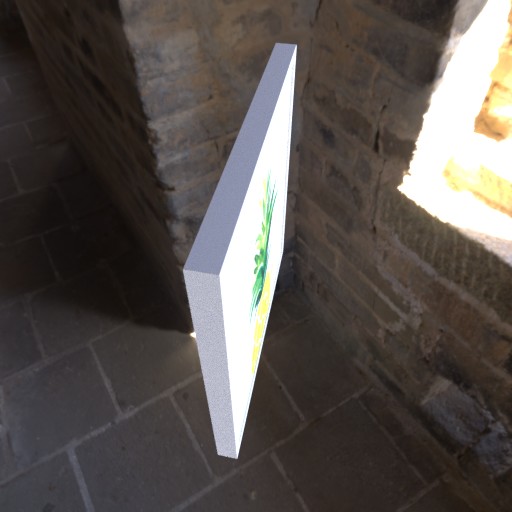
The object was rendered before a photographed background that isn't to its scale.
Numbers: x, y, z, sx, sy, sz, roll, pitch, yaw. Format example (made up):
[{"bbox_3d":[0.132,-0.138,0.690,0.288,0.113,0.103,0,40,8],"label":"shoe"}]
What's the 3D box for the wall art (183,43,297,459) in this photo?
[{"bbox_3d":[0.000,0.000,0.762,0.035,0.507,0.508,9,48,8],"label":"wall art"}]
